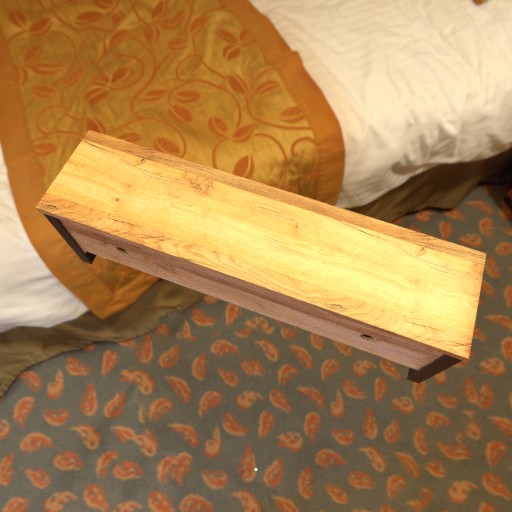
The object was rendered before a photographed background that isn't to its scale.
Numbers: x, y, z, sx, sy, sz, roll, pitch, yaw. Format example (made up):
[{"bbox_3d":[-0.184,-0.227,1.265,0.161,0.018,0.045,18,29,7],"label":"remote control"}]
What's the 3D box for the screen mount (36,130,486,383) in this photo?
[{"bbox_3d":[0.000,0.000,1.739,1.524,0.450,0.395,19,66,9],"label":"screen mount"}]
